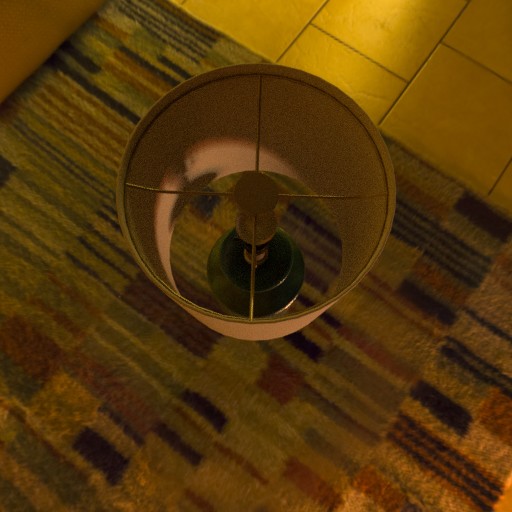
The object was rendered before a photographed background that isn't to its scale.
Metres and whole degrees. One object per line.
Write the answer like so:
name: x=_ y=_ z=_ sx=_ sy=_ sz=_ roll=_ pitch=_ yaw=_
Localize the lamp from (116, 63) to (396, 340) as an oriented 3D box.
lamp: x=0.000 y=0.000 z=0.555 sx=0.211 sy=0.455 sz=0.211 roll=15 pitch=77 yaw=4
